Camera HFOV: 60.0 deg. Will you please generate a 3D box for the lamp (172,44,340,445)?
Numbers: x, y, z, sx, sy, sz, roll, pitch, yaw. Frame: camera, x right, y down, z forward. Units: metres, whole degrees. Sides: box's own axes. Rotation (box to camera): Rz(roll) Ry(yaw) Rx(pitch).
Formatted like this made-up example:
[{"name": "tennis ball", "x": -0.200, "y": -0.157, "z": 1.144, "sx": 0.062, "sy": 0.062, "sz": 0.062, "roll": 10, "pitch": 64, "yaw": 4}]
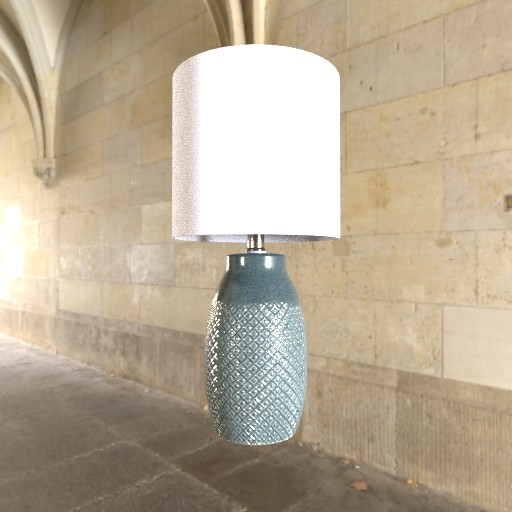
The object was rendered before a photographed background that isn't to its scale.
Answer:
[{"name": "lamp", "x": 0.000, "y": 0.000, "z": 0.582, "sx": 0.217, "sy": 0.453, "sz": 0.217, "roll": 0, "pitch": -1, "yaw": 0}]
